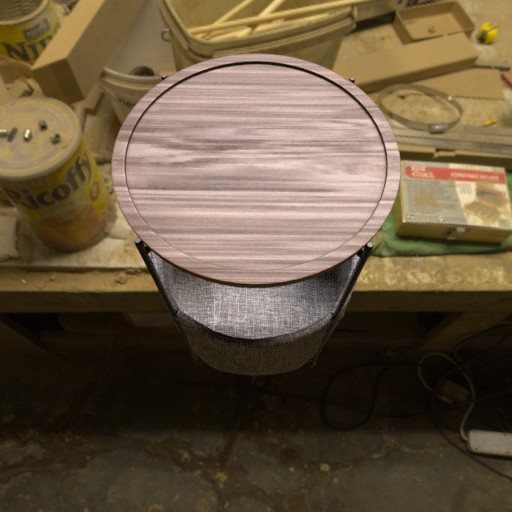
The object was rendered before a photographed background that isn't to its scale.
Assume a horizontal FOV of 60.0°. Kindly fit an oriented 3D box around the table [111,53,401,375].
[{"bbox_3d":[0.000,0.000,0.873,0.400,0.623,0.400,1,63,1],"label":"table"}]
